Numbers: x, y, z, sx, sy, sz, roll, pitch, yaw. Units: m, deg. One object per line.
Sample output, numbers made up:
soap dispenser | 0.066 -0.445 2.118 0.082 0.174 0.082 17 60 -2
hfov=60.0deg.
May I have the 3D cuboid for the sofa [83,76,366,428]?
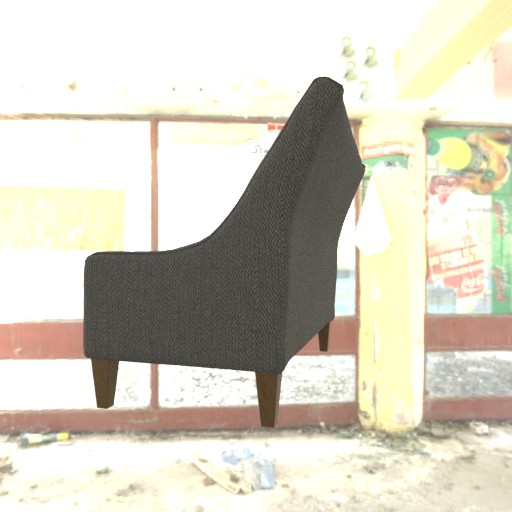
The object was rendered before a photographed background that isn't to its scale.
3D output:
sofa | 0.000 0.000 1.932 0.873 1.022 1.242 0 -1 17
